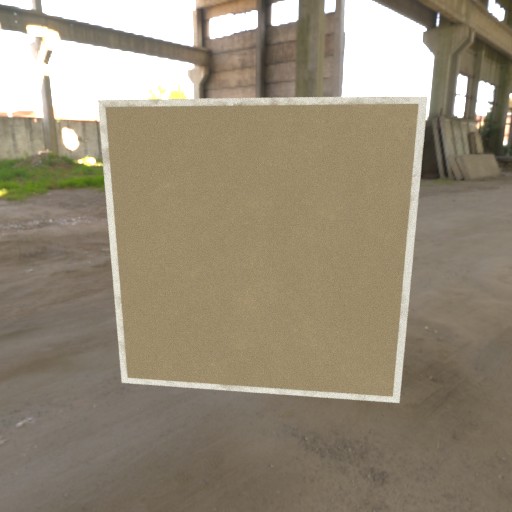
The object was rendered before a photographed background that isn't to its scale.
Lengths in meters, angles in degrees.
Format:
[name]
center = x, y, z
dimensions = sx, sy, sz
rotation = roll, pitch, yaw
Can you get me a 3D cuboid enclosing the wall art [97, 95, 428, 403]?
[wall art]
center = 0.000, 0.000, 1.127
dimensions = 0.760, 0.757, 0.038
rotation = 2, 15, 7
